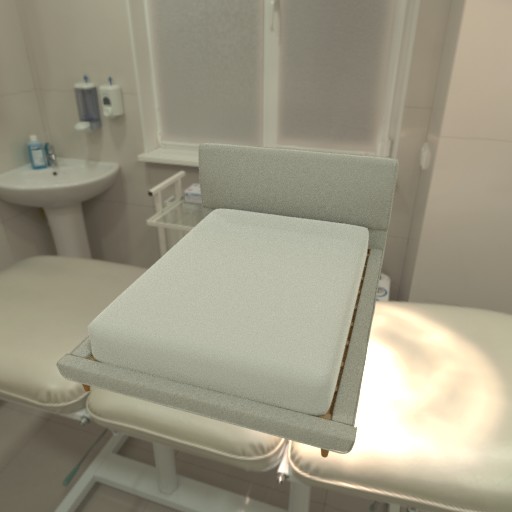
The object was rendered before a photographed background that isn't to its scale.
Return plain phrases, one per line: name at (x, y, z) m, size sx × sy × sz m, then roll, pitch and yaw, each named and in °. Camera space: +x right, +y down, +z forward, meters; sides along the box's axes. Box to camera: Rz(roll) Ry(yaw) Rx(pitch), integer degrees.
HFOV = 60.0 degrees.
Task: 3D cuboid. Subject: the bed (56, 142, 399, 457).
bed at (0.000, 0.000, 3.336) m, size 1.840 × 1.067 × 2.368 m, roll 9°, pitch 29°, yaw 16°
